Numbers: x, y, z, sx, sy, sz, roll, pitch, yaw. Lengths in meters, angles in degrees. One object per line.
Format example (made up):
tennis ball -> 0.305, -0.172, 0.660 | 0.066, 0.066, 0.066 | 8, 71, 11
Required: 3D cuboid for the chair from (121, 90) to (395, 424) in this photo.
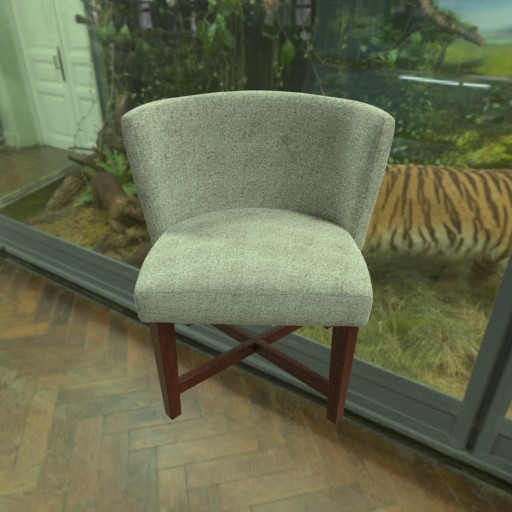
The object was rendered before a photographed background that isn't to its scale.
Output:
chair -> 0.000, 0.000, 1.291 | 0.728, 0.827, 0.575 | 1, 30, 2
